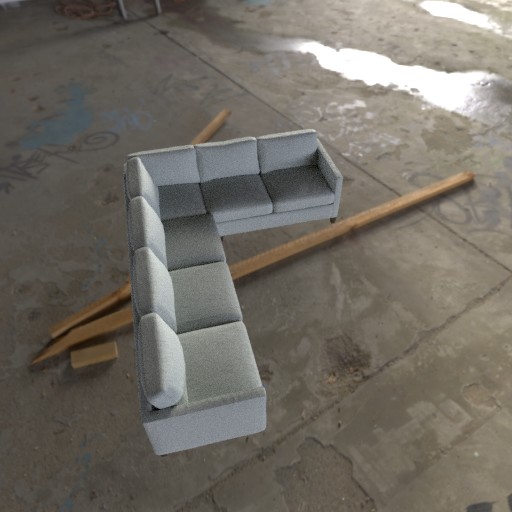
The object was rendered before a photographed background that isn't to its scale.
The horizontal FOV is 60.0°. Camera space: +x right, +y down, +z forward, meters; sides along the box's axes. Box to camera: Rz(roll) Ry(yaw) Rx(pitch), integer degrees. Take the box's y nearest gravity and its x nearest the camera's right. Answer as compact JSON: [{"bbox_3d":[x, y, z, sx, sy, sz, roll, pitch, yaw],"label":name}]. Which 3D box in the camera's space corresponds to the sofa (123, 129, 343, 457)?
[{"bbox_3d":[0.000,0.000,4.582,2.522,0.934,3.333,-10,47,-10],"label":"sofa"}]
